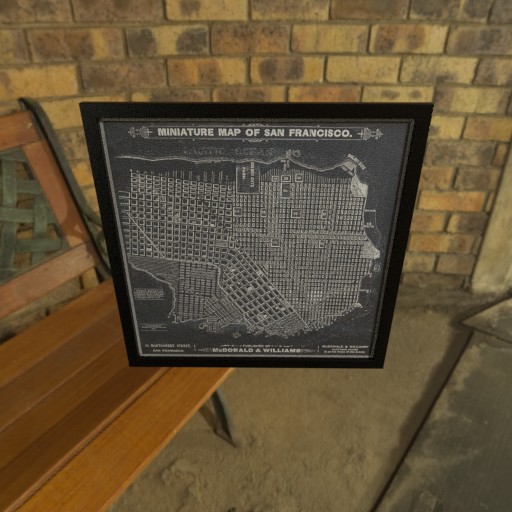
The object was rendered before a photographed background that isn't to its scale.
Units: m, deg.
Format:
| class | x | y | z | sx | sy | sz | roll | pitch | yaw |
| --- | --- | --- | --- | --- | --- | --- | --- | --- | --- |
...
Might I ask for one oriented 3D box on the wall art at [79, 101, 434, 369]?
| class | x | y | z | sx | sy | sz | roll | pitch | yaw |
| --- | --- | --- | --- | --- | --- | --- | --- | --- | --- |
| wall art | 0.000 | 0.000 | 0.689 | 0.457 | 0.458 | 0.012 | 0 | 30 | 1 |
